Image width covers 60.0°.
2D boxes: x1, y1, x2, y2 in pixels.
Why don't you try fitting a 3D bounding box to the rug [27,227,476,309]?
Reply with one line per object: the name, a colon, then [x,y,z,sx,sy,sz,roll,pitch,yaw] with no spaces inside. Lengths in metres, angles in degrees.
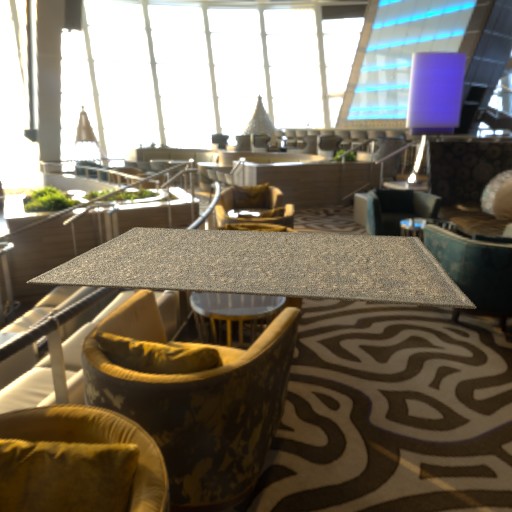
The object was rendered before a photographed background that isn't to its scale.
rug: [0.000,0.000,3.143,2.498,0.022,1.535,2,16,8]
